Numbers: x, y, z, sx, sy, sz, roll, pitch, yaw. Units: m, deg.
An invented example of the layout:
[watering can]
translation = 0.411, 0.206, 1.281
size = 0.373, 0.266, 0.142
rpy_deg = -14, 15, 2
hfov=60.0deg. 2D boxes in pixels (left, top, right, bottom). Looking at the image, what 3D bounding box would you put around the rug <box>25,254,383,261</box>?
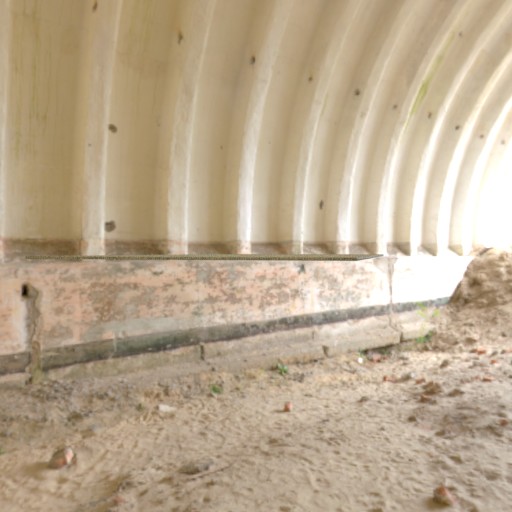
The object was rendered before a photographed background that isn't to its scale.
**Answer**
[rug]
translation = 0.000, 0.000, 2.934
size = 1.547, 0.013, 2.283
rpy_deg = 0, 1, 18
